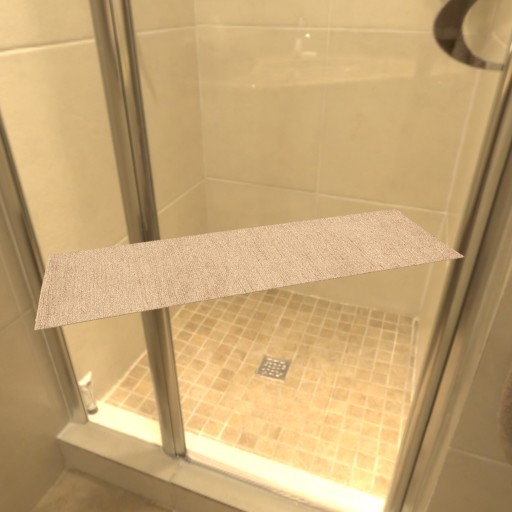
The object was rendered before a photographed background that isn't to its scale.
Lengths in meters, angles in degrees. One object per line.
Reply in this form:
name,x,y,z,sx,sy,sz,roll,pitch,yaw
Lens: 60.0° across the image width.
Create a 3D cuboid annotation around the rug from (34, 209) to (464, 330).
rug,0.000,0.000,2.610,2.346,0.013,0.712,-9,32,-14
